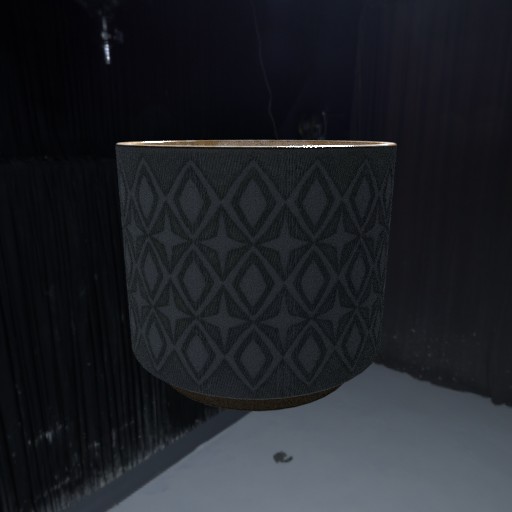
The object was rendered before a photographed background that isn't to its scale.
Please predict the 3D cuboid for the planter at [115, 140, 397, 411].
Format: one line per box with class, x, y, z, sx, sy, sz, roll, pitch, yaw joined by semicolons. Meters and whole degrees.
planter;0.000;0.000;0.449;0.255;0.223;0.255;0;16;0
